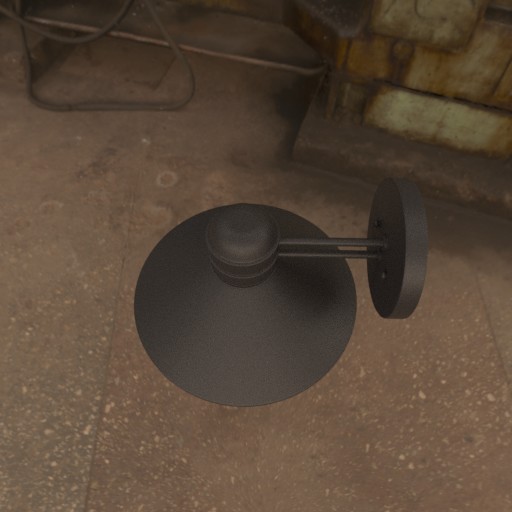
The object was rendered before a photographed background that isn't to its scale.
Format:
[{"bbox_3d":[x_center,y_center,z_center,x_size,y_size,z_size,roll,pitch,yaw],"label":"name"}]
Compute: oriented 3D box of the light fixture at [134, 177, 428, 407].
[{"bbox_3d":[0.000,0.000,0.686,0.434,0.265,0.396,1,59,1],"label":"light fixture"}]
